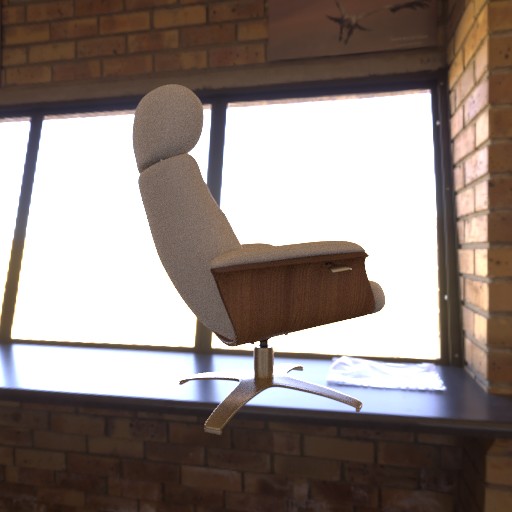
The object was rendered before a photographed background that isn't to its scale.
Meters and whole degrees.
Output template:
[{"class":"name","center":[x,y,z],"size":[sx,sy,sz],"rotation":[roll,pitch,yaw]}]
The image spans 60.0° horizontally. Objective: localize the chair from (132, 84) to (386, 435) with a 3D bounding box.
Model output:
[{"class":"chair","center":[0.000,0.000,1.562],"size":[0.837,0.995,0.785],"rotation":[0,1,-20]}]
